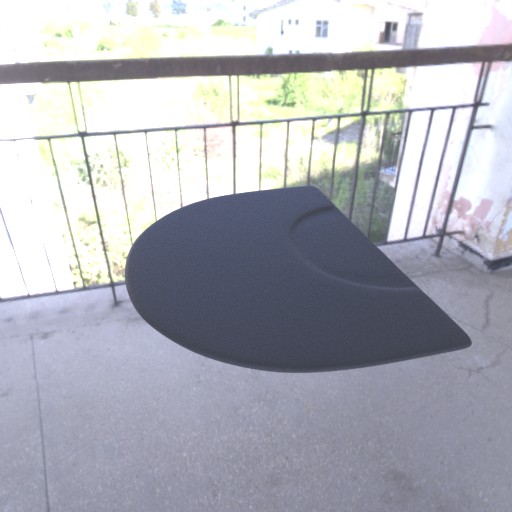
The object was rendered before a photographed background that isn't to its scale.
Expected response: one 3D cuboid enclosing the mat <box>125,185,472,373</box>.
[{"bbox_3d":[0.000,0.000,1.597,0.917,0.016,1.220,-7,31,-12],"label":"mat"}]
